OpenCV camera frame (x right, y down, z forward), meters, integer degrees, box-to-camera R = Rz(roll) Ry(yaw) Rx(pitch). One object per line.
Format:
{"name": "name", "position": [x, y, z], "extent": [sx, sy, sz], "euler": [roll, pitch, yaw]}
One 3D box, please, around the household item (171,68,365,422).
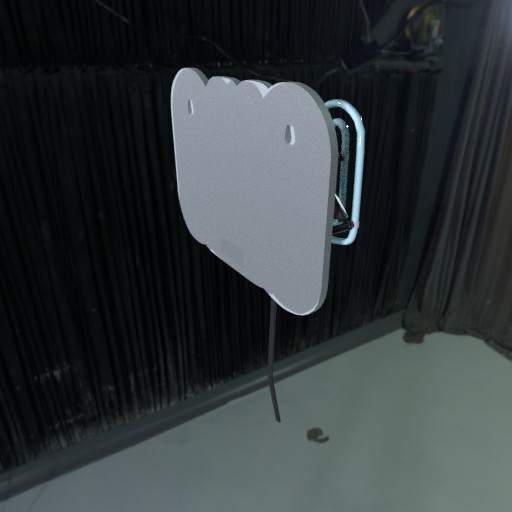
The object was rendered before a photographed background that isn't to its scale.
{"name": "household item", "position": [0.000, 0.000, 0.383], "extent": [0.042, 0.294, 0.211], "euler": [-17, 31, -30]}
